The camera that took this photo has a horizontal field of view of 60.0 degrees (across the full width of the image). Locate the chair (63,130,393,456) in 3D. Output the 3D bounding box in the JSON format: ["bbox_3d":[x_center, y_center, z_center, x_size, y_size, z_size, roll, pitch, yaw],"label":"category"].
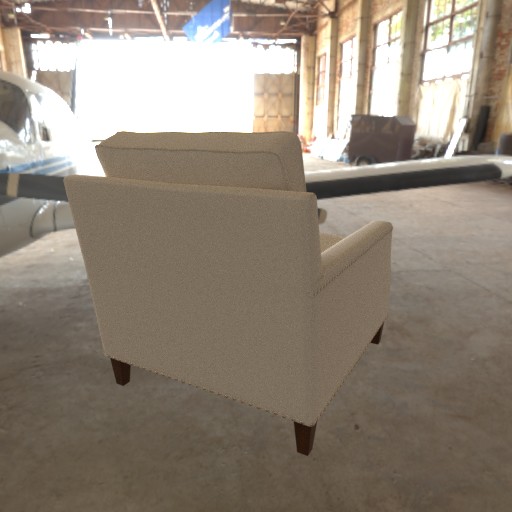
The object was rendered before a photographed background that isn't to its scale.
[{"bbox_3d":[0.000,0.000,1.717,0.853,0.943,1.014,9,19,28],"label":"chair"}]
